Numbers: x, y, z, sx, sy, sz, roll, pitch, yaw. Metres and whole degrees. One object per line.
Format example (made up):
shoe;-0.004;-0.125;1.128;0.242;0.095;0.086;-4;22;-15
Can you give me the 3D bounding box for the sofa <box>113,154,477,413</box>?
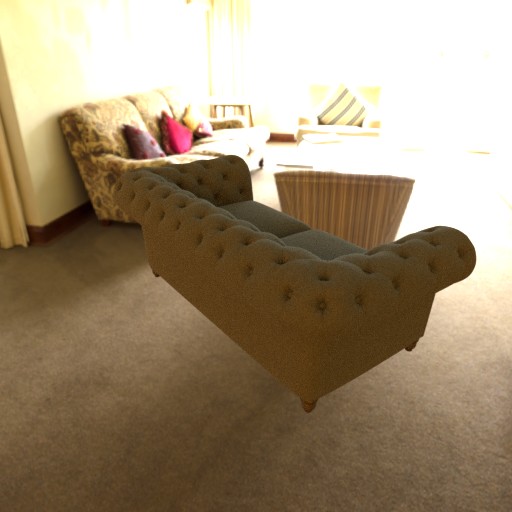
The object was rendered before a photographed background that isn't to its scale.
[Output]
sofa;0.000;0.000;2.510;0.986;0.764;1.998;-18;31;-32
